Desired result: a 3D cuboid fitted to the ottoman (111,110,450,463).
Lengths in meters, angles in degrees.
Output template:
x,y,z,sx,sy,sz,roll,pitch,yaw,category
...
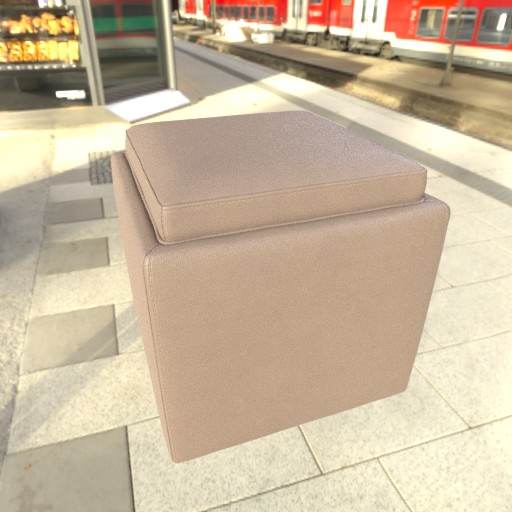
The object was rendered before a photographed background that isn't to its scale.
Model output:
x,y,z,sx,sy,sz,roll,pitch,yaw,category
0.000,0.000,0.816,0.450,0.460,0.451,-10,31,-18,ottoman
